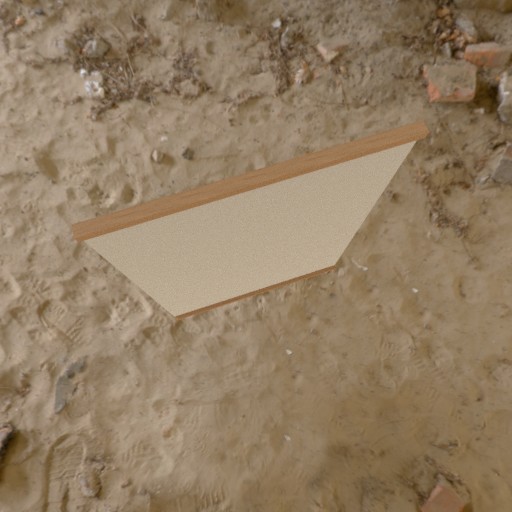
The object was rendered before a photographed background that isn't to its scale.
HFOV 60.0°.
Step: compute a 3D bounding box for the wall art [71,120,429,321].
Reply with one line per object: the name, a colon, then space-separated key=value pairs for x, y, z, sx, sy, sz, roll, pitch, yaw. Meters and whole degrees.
wall art: x=0.000 y=0.000 z=1.907 sx=0.991 sy=1.510 sz=0.040 roll=-18 pitch=75 yaw=-5
